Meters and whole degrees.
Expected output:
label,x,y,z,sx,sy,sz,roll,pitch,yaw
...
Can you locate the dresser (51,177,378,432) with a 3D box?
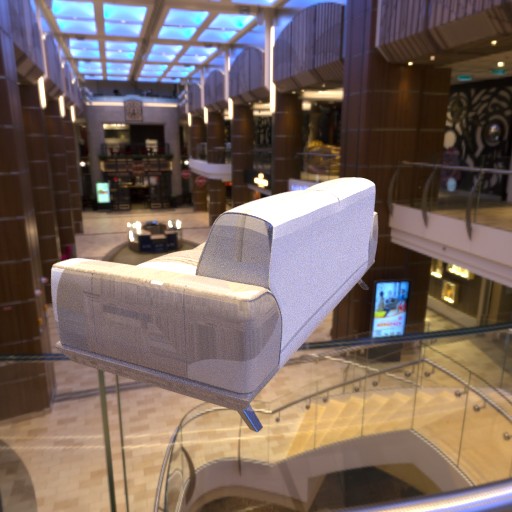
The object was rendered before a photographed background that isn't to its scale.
label,x,y,z,sx,sy,sz,roll,pitch,yaw
dresser,0.000,0.000,5.815,2.251,1.863,4.679,7,16,25
